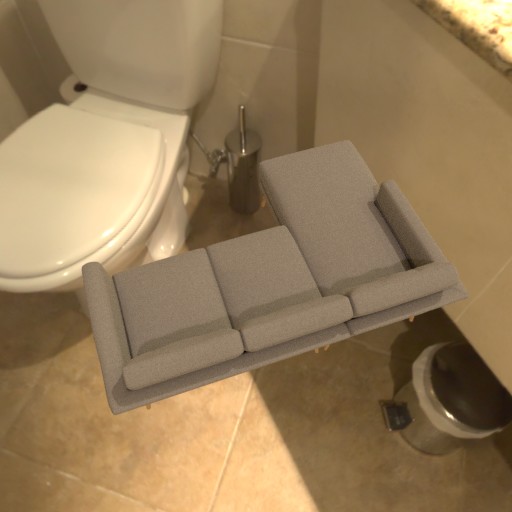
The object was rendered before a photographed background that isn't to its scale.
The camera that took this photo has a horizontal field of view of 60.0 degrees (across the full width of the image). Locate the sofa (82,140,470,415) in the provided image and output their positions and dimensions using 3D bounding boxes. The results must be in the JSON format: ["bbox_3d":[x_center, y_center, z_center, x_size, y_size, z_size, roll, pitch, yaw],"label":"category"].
[{"bbox_3d":[0.000,0.000,2.846,2.040,0.860,1.530,-16,59,-10],"label":"sofa"}]
